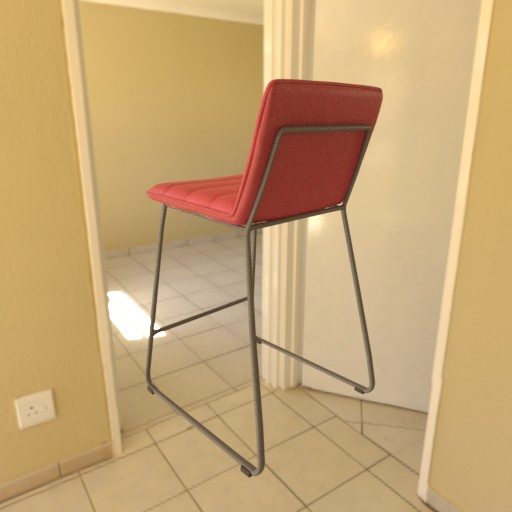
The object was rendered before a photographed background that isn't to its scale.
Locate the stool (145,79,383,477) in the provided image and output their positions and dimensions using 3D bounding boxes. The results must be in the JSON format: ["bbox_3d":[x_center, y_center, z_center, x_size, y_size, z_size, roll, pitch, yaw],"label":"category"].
[{"bbox_3d":[0.000,0.000,1.215,0.489,0.866,0.524,-16,23,-41],"label":"stool"}]
